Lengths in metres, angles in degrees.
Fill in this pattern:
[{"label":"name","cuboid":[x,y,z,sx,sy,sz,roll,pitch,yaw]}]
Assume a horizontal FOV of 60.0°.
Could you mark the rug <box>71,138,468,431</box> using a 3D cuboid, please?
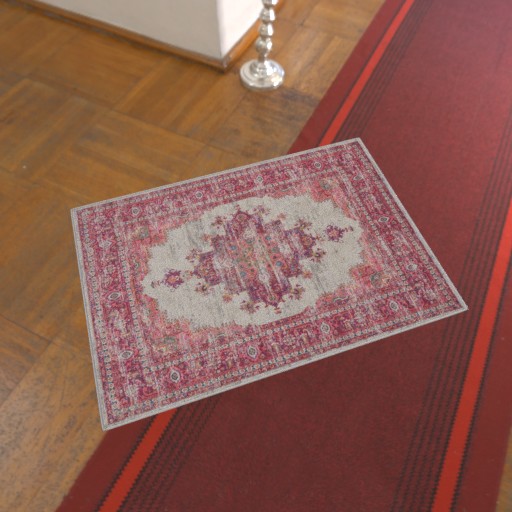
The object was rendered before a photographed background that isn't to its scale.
[{"label":"rug","cuboid":[0.000,0.000,2.915,2.232,0.011,1.555,-16,60,-9]}]
